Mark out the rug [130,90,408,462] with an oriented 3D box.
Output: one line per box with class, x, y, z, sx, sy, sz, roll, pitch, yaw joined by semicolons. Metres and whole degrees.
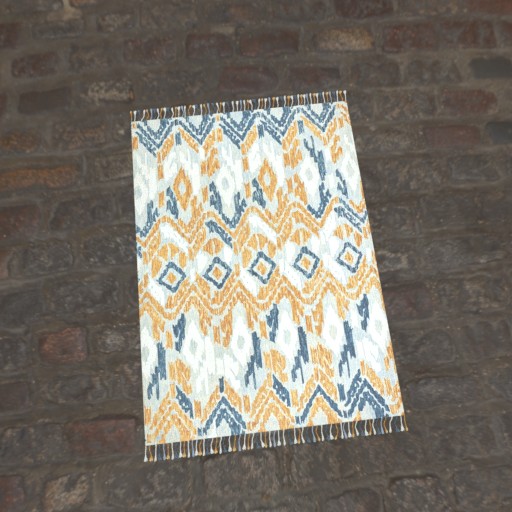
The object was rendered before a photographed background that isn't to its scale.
rug;0.000;0.000;2.269;1.230;0.008;1.827;-6;75;-2
